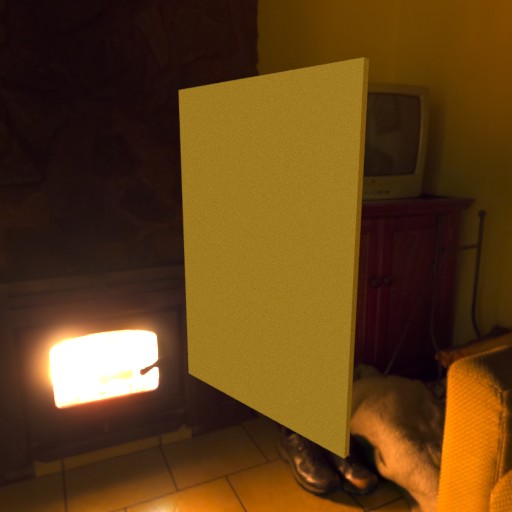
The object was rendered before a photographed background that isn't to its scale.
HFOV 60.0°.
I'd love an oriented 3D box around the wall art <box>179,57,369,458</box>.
[{"bbox_3d":[0.000,0.000,0.626,0.325,0.474,0.010,12,17,43],"label":"wall art"}]
